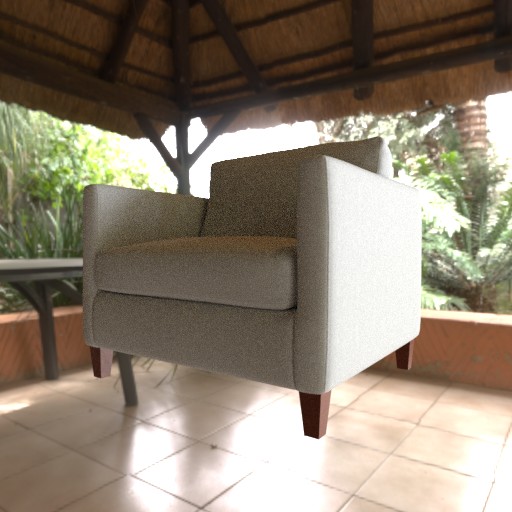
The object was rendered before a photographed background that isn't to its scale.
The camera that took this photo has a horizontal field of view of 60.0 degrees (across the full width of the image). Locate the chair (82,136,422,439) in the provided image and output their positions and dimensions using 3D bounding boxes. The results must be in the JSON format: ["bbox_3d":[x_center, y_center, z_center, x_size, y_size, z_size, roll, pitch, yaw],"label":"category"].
[{"bbox_3d":[0.000,0.000,1.822,1.107,0.961,0.953,1,2,35],"label":"chair"}]
